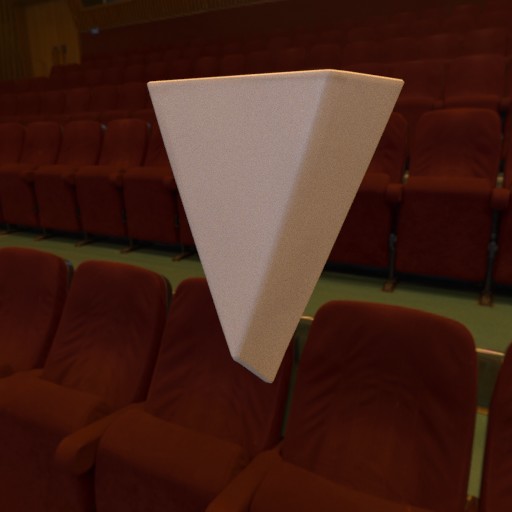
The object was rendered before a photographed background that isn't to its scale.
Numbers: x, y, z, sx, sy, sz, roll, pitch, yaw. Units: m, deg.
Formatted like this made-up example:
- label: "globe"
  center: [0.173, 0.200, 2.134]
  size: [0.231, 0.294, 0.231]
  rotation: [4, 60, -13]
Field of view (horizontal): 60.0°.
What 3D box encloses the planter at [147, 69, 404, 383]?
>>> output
- label: "planter"
  center: [0.000, 0.000, 0.269]
  size: [0.150, 0.197, 0.060]
  rotation: [7, 17, 26]
